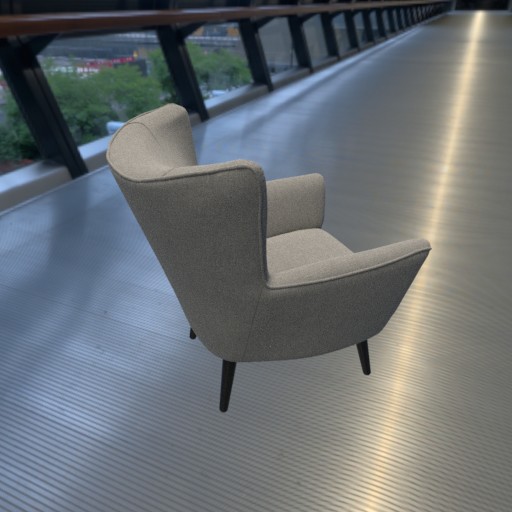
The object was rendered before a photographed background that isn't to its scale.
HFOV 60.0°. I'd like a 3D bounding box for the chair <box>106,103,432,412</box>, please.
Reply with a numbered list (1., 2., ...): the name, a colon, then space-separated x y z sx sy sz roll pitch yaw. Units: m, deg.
1. chair: 0.000 0.000 1.563 0.888 0.933 0.781 -11 31 -19
